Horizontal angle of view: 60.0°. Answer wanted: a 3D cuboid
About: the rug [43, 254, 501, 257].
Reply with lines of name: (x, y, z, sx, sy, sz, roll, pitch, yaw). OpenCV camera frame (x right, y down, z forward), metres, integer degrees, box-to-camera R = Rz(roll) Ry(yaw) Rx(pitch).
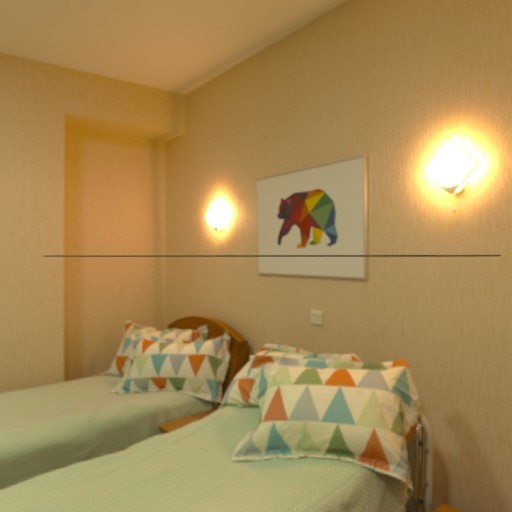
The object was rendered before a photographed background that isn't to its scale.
rug: (0.000, 0.000, 2.432, 2.275, 0.009, 0.684, 0, 0, 18)
